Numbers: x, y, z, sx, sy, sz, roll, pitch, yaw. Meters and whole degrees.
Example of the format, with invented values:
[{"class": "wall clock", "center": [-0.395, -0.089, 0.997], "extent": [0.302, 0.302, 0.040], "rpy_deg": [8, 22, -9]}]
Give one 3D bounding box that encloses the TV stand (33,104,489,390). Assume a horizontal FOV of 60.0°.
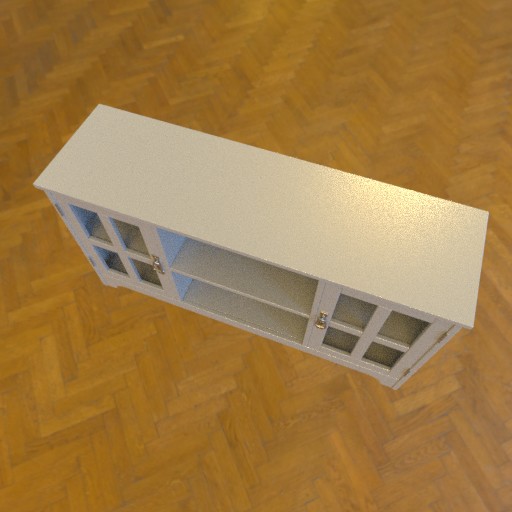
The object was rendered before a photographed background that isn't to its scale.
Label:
[{"class": "TV stand", "center": [0.000, 0.000, 1.437], "extent": [1.167, 0.603, 0.344], "rpy_deg": [18, 61, 11]}]
